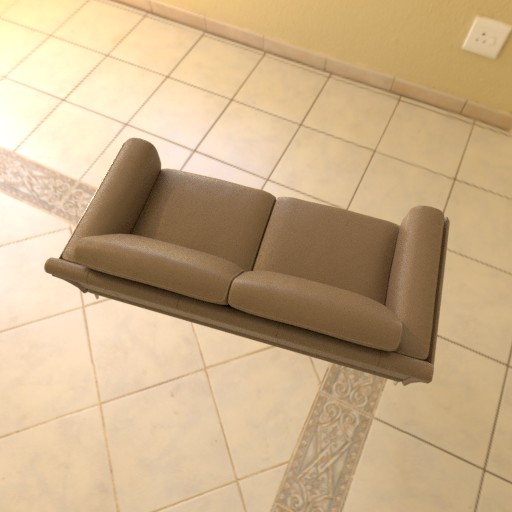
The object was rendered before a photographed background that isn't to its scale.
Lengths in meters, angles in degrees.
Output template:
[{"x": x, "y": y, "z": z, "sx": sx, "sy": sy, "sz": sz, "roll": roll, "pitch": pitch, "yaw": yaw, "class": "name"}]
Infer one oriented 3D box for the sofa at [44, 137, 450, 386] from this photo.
[{"x": 0.000, "y": 0.000, "z": 2.631, "sx": 2.101, "sy": 0.930, "sz": 1.049, "roll": 15, "pitch": 64, "yaw": 8, "class": "sofa"}]
